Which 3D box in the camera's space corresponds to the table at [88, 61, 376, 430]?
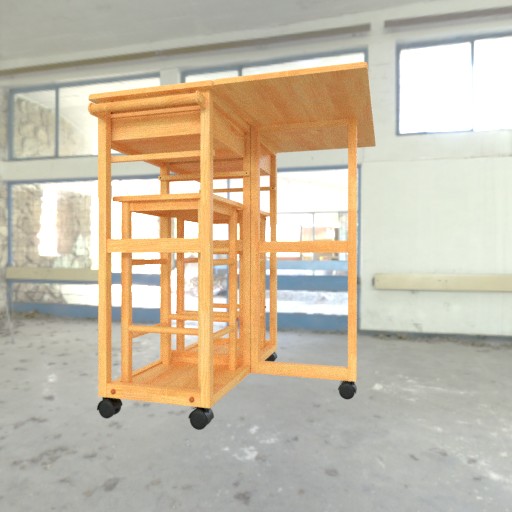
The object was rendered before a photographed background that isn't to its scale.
[{"bbox_3d":[0.000,0.000,1.365,0.693,0.832,0.752,0,0,16],"label":"table"}]
